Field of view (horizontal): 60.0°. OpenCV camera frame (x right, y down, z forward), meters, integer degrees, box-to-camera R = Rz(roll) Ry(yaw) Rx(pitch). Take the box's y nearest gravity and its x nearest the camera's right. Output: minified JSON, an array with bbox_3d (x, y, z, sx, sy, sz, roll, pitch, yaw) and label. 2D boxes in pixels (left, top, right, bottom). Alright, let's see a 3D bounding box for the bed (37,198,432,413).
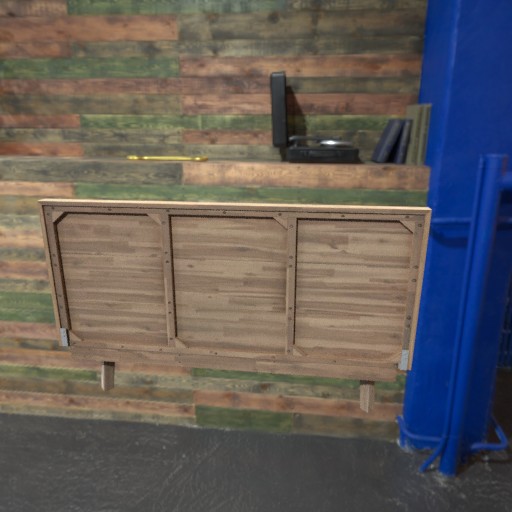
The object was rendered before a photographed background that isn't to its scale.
[{"bbox_3d":[0.000,0.000,3.103,1.759,1.071,2.145,2,16,8],"label":"bed"}]
